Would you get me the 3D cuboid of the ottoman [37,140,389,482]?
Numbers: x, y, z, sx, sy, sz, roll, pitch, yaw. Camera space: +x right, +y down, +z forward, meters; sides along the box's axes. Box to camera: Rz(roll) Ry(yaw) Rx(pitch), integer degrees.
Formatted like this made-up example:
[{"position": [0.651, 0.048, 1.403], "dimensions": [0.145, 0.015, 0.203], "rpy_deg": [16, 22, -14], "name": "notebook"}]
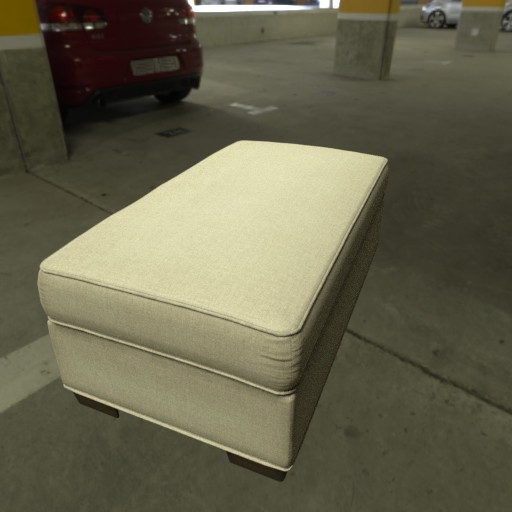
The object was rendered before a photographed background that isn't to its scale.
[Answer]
[{"position": [0.000, 0.000, 1.372], "dimensions": [0.617, 0.461, 1.097], "rpy_deg": [12, 32, 20], "name": "ottoman"}]
